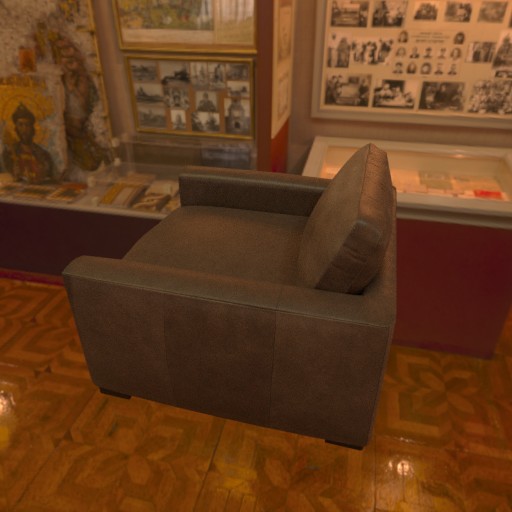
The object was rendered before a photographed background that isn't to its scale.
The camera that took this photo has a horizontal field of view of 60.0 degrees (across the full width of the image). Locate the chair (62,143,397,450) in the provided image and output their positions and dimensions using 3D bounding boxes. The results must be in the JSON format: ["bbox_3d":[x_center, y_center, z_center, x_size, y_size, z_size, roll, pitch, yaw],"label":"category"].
[{"bbox_3d":[0.000,0.000,1.828,1.069,0.812,1.100,8,32,13],"label":"chair"}]
